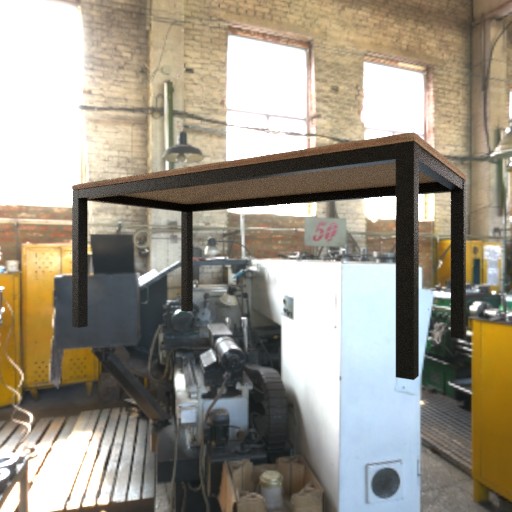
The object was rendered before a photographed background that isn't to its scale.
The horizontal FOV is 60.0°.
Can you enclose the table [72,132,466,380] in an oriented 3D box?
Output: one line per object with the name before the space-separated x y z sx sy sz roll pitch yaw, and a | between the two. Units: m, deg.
table | 0.000 0.000 2.247 1.805 0.767 0.893 0 0 35
